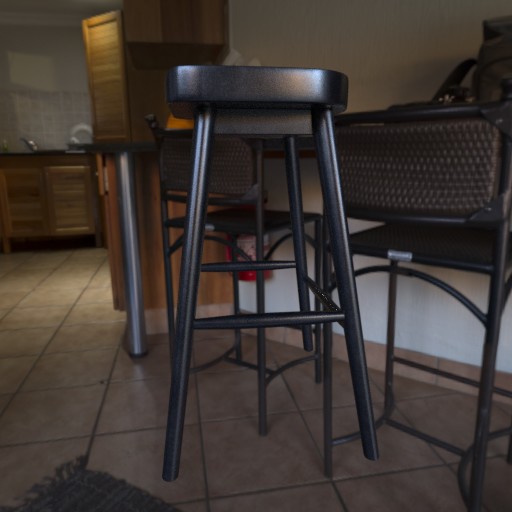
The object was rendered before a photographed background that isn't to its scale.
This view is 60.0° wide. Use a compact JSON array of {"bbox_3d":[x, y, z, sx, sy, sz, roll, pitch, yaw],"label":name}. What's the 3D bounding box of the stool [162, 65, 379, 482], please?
[{"bbox_3d":[0.000,0.000,0.853,0.361,0.615,0.440,-2,14,-8],"label":"stool"}]
